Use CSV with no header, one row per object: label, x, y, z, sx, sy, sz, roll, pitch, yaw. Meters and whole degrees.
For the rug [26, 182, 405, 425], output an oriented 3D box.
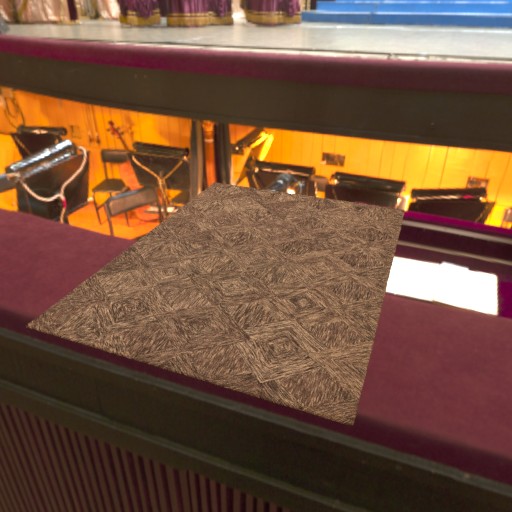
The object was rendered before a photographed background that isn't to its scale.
rug,0.000,0.000,4.203,2.448,0.017,3.204,11,32,18
